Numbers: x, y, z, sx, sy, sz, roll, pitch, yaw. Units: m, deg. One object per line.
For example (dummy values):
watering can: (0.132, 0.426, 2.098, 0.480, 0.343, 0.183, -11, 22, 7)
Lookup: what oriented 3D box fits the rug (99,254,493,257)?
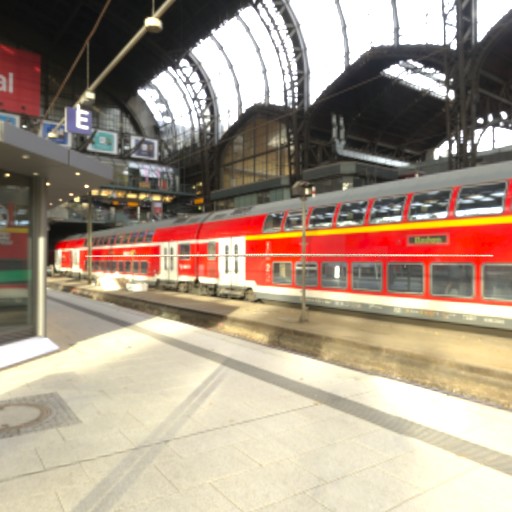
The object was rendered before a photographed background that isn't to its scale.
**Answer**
rug: (0.000, 0.000, 2.295, 1.217, 0.005, 1.818, 0, 0, -36)
